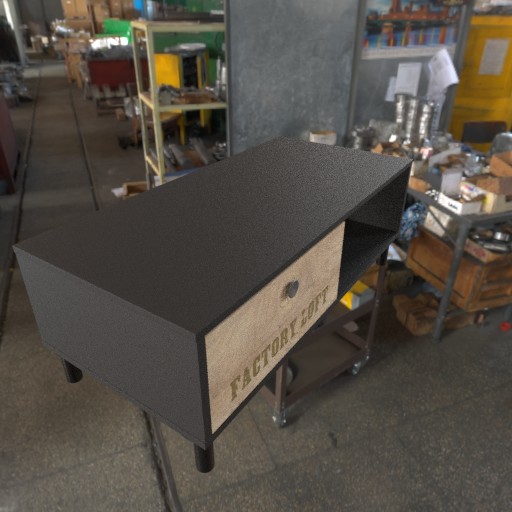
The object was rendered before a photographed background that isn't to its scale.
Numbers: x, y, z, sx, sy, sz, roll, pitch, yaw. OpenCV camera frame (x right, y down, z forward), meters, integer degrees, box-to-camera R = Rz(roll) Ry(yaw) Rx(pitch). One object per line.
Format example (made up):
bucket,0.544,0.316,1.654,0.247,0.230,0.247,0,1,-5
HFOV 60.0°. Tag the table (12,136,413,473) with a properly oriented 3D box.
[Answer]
table,0.000,0.000,1.323,0.550,0.400,1.100,19,35,29
